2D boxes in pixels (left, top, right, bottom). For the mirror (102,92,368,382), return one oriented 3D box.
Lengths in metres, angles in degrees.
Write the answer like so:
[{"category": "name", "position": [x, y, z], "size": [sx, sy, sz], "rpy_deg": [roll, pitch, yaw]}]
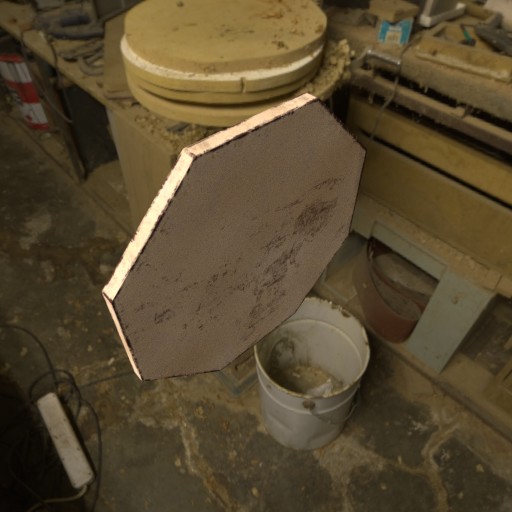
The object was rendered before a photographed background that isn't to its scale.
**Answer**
[{"category": "mirror", "position": [0.000, 0.000, 0.960], "size": [0.648, 0.648, 0.031], "rpy_deg": [-33, 55, -27]}]
